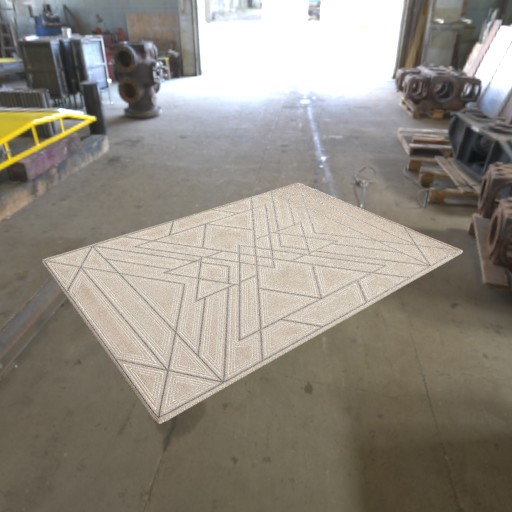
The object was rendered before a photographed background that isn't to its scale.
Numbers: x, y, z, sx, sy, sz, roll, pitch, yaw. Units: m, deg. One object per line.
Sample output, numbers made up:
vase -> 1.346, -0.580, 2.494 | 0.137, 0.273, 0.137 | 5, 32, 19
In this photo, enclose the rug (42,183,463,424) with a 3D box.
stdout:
rug -> 0.000, 0.000, 4.356 | 3.381, 0.026, 2.436 | -21, 36, -32
